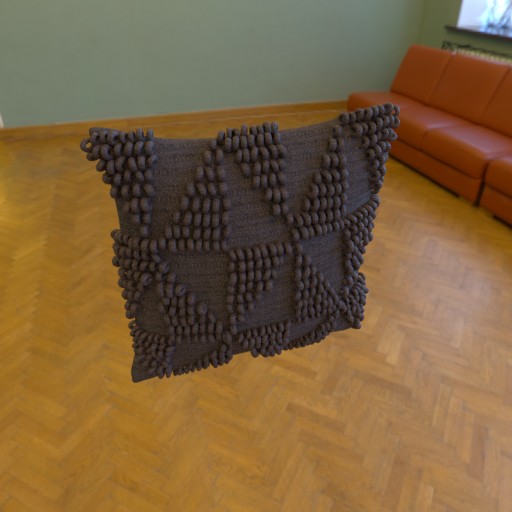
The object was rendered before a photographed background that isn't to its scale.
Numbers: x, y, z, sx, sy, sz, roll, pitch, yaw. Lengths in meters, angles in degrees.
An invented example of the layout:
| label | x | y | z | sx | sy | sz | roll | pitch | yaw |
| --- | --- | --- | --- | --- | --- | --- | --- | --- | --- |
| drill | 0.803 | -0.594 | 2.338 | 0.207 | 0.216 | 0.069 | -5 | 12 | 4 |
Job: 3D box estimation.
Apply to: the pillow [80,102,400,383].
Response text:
| label | x | y | z | sx | sy | sz | roll | pitch | yaw |
| --- | --- | --- | --- | --- | --- | --- | --- | --- | --- |
| pillow | 0.000 | 0.000 | 0.740 | 0.470 | 0.467 | 0.172 | -11 | 34 | -16 |
